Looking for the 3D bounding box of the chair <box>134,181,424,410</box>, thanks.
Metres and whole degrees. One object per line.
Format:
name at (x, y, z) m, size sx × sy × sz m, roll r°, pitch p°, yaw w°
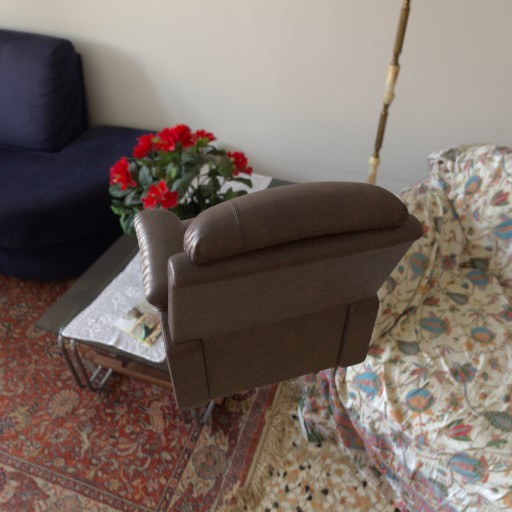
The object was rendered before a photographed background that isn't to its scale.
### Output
chair at (0.000, 0.000, 1.693) m, size 0.855 × 0.992 × 0.919 m, roll -11°, pitch 41°, yaw -13°
